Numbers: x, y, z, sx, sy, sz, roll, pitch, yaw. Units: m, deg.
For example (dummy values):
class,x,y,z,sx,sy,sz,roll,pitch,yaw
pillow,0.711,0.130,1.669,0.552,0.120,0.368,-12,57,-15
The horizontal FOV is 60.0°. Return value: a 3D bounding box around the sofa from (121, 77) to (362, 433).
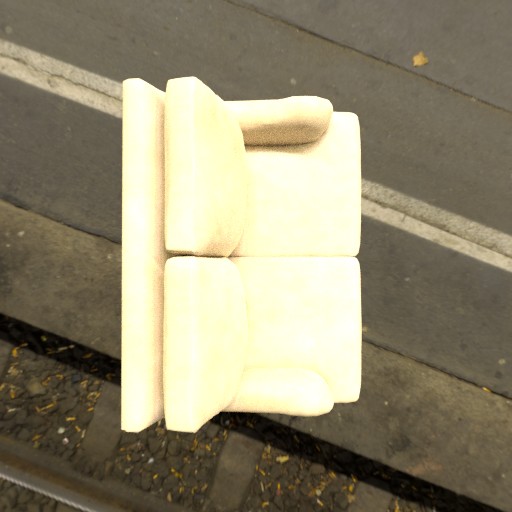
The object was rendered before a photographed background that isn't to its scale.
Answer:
class,x,y,z,sx,sy,sz,roll,pitch,yaw
sofa,0.000,0.000,2.229,1.086,1.087,1.498,0,89,0
